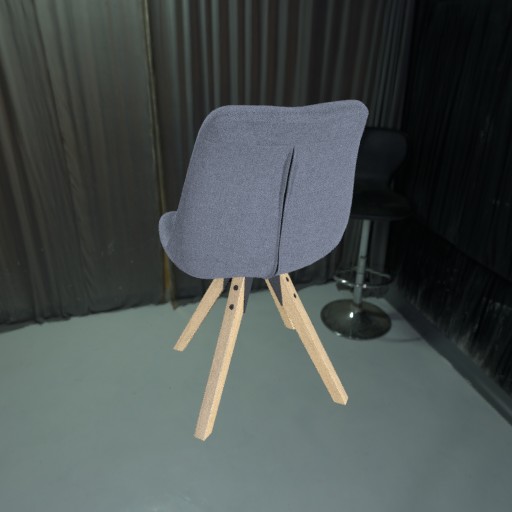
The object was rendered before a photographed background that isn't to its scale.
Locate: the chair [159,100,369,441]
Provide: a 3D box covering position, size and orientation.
[{"bbox_3d":[0.000,0.000,1.191,0.485,0.850,0.550,-8,28,-16],"label":"chair"}]
